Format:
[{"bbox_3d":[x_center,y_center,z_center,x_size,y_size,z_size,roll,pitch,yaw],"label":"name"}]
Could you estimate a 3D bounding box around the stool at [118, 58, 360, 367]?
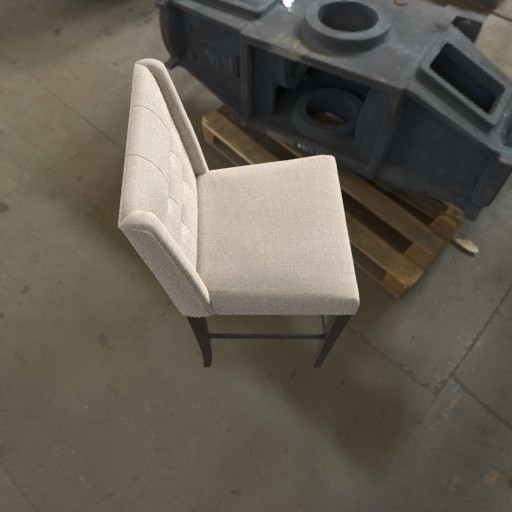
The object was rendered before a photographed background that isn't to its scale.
[{"bbox_3d":[0.000,0.000,1.360,0.509,1.116,0.474,-3,63,-1],"label":"stool"}]
